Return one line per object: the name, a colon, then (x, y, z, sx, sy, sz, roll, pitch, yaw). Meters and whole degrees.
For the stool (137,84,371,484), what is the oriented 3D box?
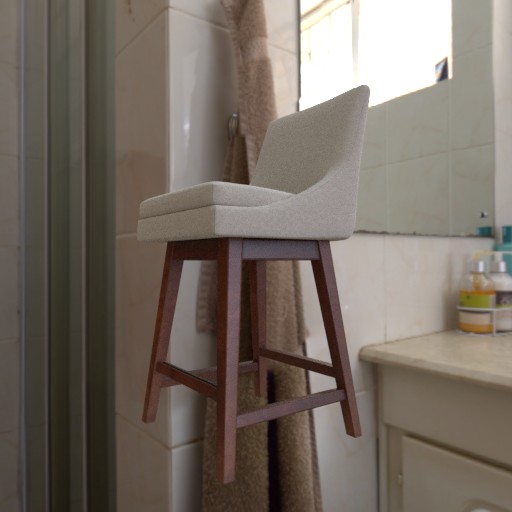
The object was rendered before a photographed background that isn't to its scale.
stool: (0.000, 0.000, 1.301, 0.559, 0.991, 0.469, 0, -1, -36)
